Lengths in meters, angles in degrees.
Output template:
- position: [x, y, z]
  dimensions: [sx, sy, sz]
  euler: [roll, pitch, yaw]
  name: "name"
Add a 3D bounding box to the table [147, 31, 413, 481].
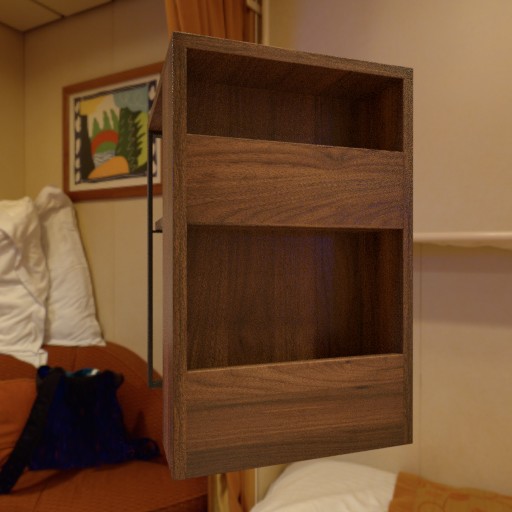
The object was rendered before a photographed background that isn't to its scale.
- position: [0.000, 0.000, 1.498]
  dimensions: [0.660, 1.041, 0.786]
  euler: [0, 0, -18]
  name: "table"
